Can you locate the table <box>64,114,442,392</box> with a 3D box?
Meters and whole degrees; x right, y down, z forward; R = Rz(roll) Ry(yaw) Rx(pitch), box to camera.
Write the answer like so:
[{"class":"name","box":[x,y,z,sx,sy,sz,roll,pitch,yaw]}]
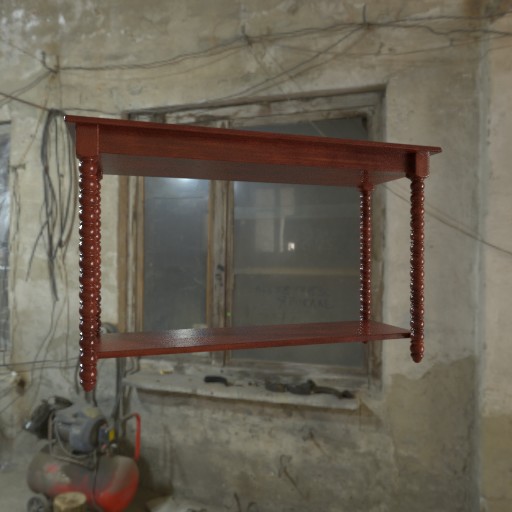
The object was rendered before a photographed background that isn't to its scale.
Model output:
[{"class":"table","box":[0.000,0.000,1.540,1.184,0.740,0.459,0,0,-17]}]
